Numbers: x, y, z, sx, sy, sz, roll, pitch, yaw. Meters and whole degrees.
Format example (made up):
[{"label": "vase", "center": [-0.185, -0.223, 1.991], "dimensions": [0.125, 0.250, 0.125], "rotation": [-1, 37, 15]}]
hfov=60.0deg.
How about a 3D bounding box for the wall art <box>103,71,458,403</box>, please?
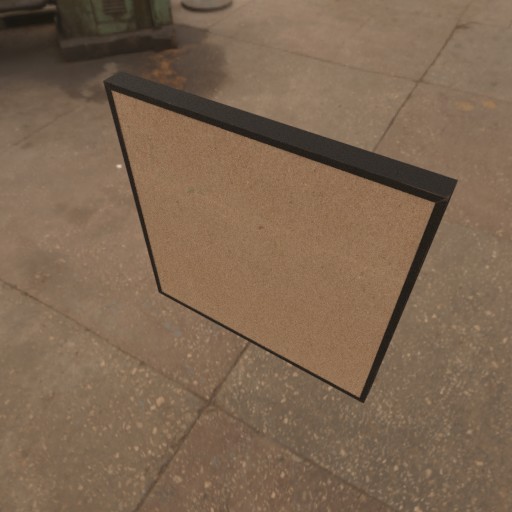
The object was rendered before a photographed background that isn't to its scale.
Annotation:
[{"label": "wall art", "center": [0.000, 0.000, 0.762], "dimensions": [0.508, 0.508, 0.038], "rotation": [25, 52, 21]}]
